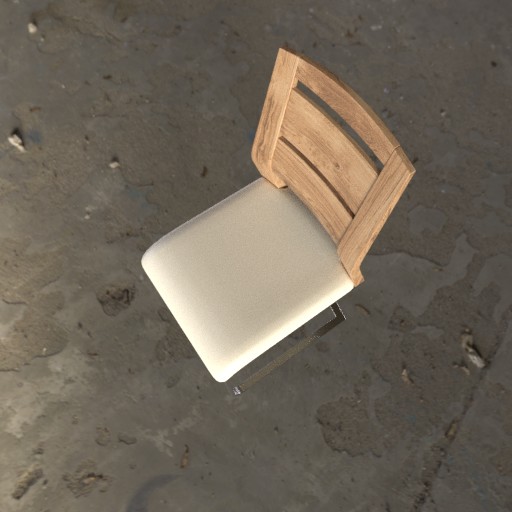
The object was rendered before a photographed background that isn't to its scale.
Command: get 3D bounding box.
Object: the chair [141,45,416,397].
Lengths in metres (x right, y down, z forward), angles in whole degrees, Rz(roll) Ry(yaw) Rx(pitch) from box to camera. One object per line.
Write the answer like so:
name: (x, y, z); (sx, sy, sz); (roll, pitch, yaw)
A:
chair: (0.000, 0.000, 1.266); (0.561, 0.955, 0.457); (-32, 68, -14)
